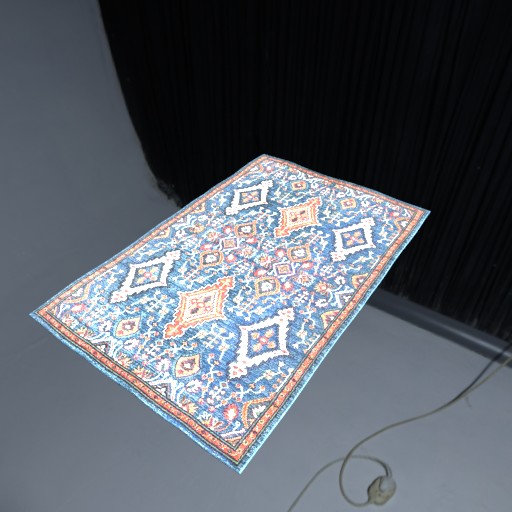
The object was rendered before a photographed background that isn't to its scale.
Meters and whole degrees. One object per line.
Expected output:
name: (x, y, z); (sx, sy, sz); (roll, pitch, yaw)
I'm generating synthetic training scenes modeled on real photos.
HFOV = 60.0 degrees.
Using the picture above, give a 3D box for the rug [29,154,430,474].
rug: (0.000, 0.000, 2.275); (1.195, 0.014, 1.847); (25, 47, 26)
